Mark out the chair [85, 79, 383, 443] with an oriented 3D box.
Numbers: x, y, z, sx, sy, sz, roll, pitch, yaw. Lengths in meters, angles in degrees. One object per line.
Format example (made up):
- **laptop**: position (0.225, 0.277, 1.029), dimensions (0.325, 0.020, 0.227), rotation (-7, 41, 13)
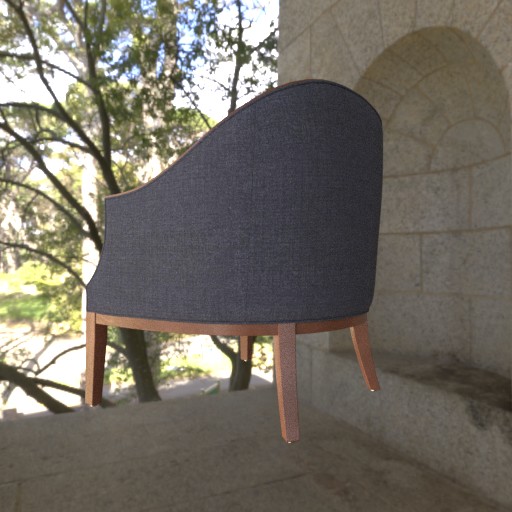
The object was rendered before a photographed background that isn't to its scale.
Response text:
- **chair**: position (0.000, 0.000, 1.415), dimensions (0.735, 0.876, 0.803), rotation (-1, -1, 36)
